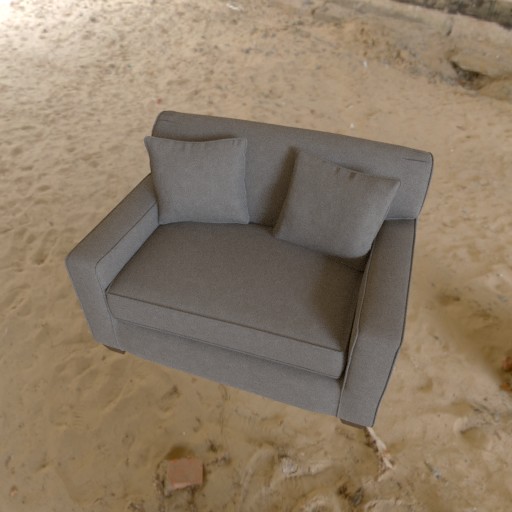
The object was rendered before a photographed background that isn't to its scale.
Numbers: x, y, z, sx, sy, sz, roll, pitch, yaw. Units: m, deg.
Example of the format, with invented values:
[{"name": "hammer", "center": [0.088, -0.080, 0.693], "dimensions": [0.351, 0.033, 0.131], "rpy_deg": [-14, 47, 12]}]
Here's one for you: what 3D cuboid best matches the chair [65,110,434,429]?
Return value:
[{"name": "chair", "center": [0.000, 0.000, 2.095], "dimensions": [1.395, 0.953, 0.992], "rpy_deg": [13, 43, 14]}]
